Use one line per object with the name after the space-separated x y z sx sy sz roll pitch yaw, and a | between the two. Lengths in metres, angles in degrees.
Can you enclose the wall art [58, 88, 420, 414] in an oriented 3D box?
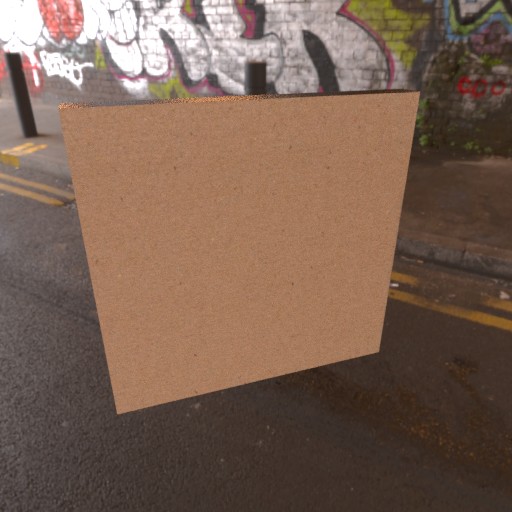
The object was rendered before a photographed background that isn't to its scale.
0.000 0.000 0.468 0.327 0.318 0.029 -9 28 -17 | wall art
